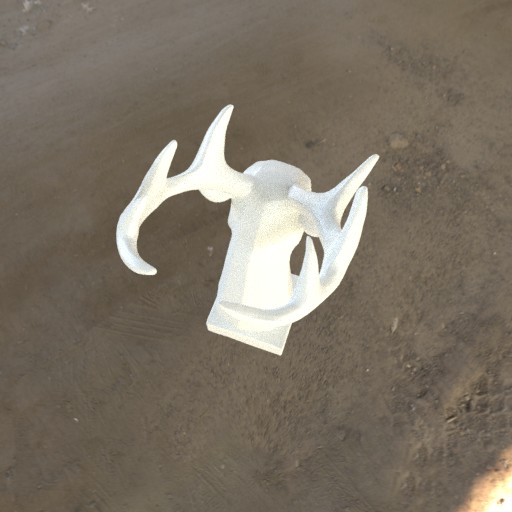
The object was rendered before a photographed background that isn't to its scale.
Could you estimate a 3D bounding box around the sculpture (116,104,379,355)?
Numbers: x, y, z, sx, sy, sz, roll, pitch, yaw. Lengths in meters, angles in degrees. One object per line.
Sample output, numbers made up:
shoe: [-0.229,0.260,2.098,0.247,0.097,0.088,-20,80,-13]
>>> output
sculpture: [0.000,0.000,0.456,0.174,0.329,0.224,18,65,9]
